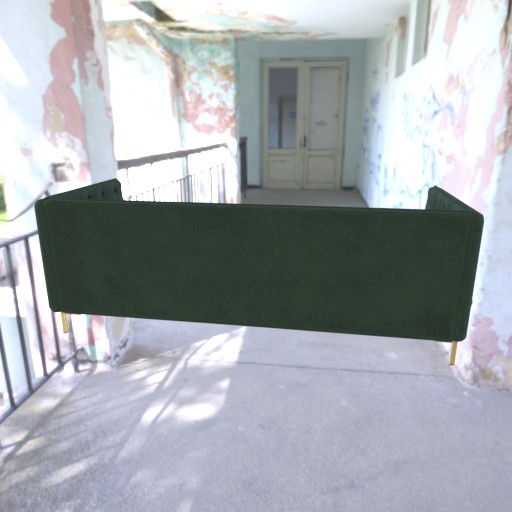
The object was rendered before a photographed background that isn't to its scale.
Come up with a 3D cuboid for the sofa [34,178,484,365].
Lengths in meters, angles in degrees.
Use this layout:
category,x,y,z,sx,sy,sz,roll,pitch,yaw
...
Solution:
category,x,y,z,sx,sy,sz,roll,pitch,yaw
sofa,0.000,0.000,2.604,2.209,0.771,0.895,3,17,9
